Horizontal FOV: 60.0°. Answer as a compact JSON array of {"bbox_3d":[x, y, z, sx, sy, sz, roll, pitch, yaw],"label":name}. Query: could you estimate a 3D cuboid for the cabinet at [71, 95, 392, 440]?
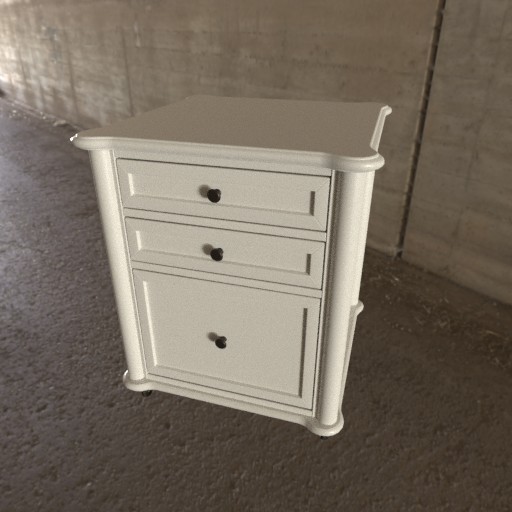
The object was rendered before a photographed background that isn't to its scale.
[{"bbox_3d":[0.000,0.000,1.246,0.628,0.761,0.627,8,29,15],"label":"cabinet"}]
